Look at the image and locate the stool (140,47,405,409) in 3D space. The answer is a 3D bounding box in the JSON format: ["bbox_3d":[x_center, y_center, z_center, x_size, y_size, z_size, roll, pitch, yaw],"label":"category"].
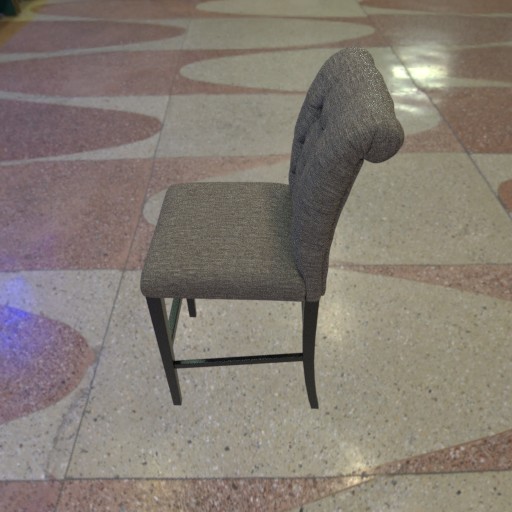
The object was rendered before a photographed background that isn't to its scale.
[{"bbox_3d":[0.000,0.000,1.388,0.613,1.131,0.452,1,44,1],"label":"stool"}]
